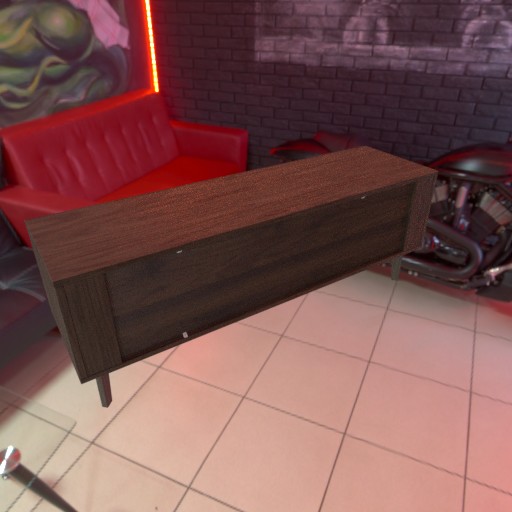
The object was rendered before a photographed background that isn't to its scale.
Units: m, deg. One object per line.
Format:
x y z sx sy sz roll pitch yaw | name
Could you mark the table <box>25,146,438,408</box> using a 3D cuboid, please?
0.000 0.000 1.640 1.397 0.508 0.405 -18 35 -28 | table
